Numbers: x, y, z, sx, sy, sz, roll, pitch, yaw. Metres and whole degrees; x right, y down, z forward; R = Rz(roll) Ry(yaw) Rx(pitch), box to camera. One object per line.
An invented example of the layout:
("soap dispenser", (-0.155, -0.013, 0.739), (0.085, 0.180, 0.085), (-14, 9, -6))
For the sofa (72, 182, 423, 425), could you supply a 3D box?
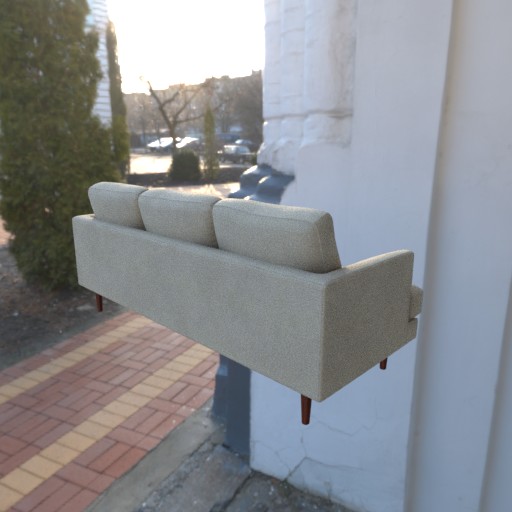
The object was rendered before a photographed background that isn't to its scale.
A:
("sofa", (0.000, 0.000, 2.984), (2.233, 0.956, 1.504), (14, 20, 43))
